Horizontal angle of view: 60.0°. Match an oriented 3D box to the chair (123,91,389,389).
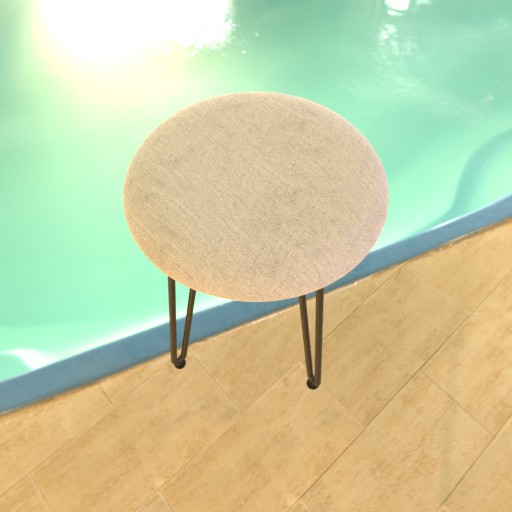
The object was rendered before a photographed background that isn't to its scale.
[{"bbox_3d":[0.000,0.000,0.656,0.350,0.386,0.350,-32,63,-19],"label":"chair"}]
